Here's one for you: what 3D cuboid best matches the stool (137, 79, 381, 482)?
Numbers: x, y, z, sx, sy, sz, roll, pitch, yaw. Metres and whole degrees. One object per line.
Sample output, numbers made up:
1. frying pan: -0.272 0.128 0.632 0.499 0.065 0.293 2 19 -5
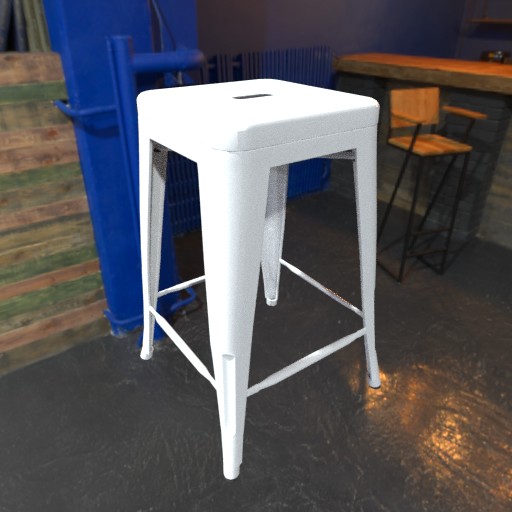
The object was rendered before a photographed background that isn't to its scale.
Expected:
1. stool: 0.000 0.000 0.879 0.406 0.610 0.406 -19 34 -30
